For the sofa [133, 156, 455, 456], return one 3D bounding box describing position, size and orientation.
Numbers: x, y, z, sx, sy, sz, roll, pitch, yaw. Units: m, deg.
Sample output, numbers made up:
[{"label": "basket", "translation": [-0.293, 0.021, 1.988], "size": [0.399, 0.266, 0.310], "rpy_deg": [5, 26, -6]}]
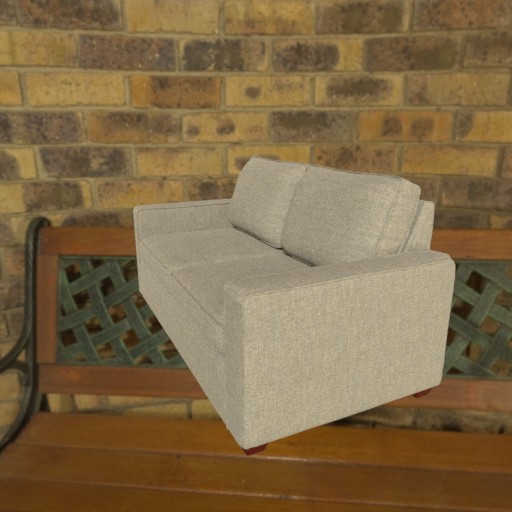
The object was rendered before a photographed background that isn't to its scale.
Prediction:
[{"label": "sofa", "translation": [0.000, 0.000, 2.282], "size": [0.945, 0.915, 1.706], "rpy_deg": [-8, 18, -25]}]
